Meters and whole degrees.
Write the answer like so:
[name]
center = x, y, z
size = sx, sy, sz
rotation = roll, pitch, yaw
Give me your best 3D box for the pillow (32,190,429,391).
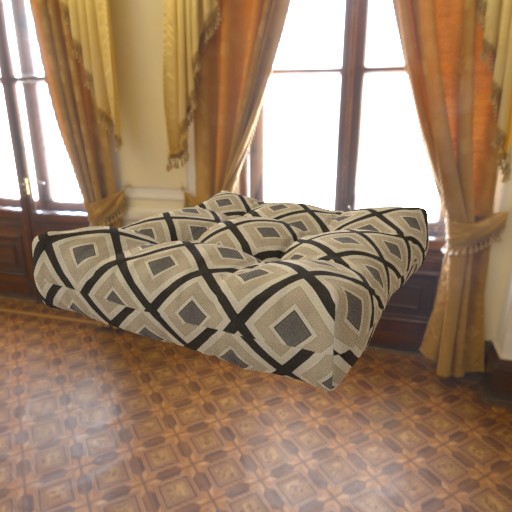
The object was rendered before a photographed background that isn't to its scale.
[pillow]
center = 0.000, 0.000, 0.714
size = 0.468, 0.128, 0.490
rotation = 9, 20, 28
